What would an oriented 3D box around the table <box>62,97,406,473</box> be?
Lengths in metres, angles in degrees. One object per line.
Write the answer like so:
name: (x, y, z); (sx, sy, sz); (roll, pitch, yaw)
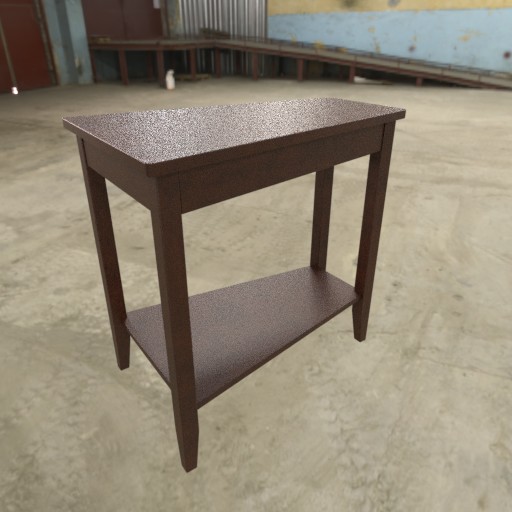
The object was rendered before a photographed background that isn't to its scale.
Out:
table: (0.000, 0.000, 0.967); (0.605, 0.589, 0.399); (-18, 32, -31)
